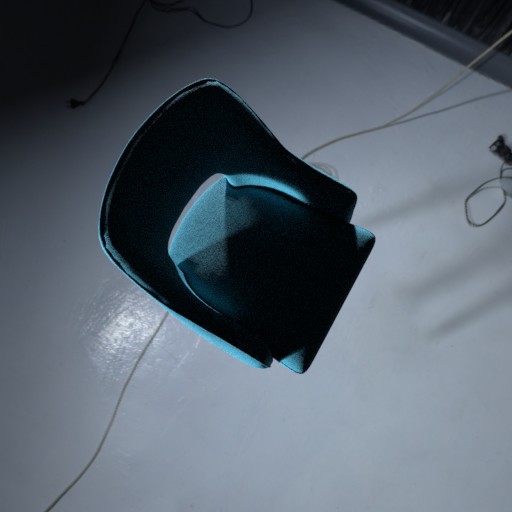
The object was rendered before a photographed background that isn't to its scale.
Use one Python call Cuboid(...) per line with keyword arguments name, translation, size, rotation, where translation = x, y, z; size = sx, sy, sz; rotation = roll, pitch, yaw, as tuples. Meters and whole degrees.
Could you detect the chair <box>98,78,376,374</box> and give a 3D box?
Cuboid(name="chair", translation=(0.000, 0.000, 1.274), size=(0.605, 0.849, 0.548), rotation=(29, 79, 6))
